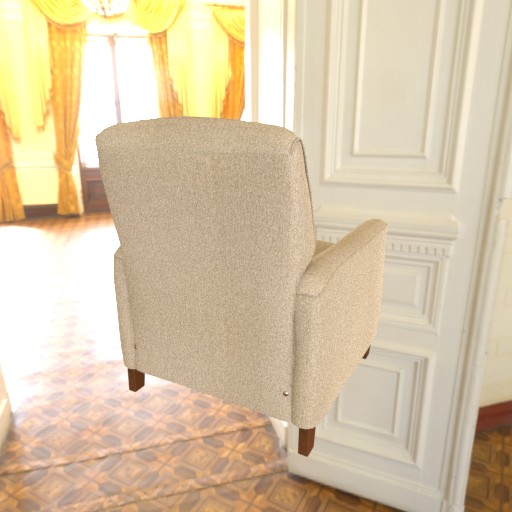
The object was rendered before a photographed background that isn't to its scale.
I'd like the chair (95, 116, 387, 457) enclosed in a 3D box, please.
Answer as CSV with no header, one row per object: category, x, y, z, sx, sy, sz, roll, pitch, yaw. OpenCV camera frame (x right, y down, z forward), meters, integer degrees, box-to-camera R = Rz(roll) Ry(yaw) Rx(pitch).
chair,0.000,0.000,1.689,0.848,1.014,0.864,9,20,27
